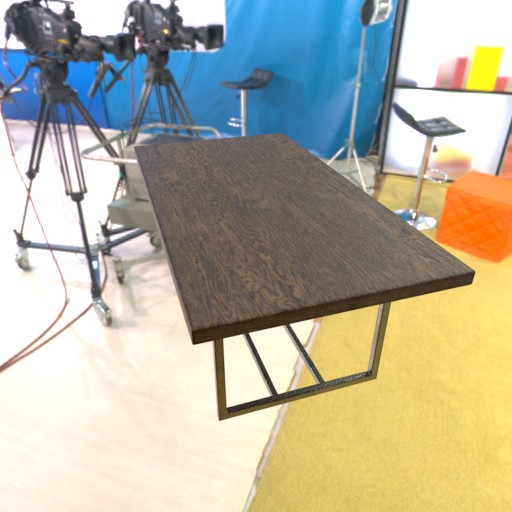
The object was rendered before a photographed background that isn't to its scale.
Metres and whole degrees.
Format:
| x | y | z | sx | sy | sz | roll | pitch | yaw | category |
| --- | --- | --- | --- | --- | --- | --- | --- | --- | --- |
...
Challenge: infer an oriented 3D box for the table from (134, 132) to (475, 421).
| x | y | z | sx | sy | sz | roll | pitch | yaw | category |
| --- | --- | --- | --- | --- | --- | --- | --- | --- | --- |
| 0.000 | 0.000 | 2.524 | 1.078 | 0.795 | 1.989 | -10 | 32 | -16 | table |
